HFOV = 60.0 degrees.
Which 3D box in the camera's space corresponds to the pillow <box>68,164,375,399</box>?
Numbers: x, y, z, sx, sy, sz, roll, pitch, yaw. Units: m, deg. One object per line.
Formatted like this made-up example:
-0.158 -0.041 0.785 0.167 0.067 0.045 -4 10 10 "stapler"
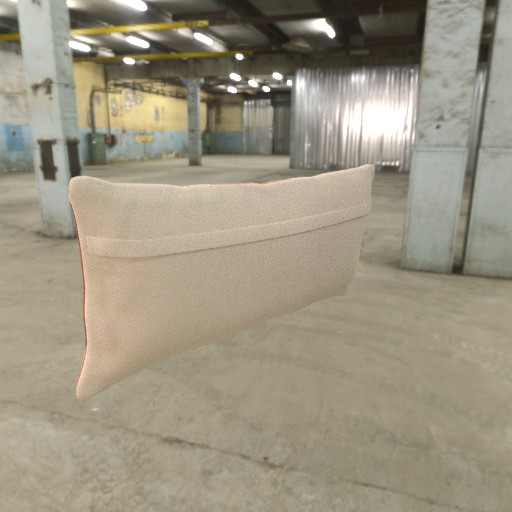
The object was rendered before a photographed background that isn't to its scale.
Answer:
0.000 0.000 0.733 0.609 0.292 0.155 -13 20 -42 "pillow"
